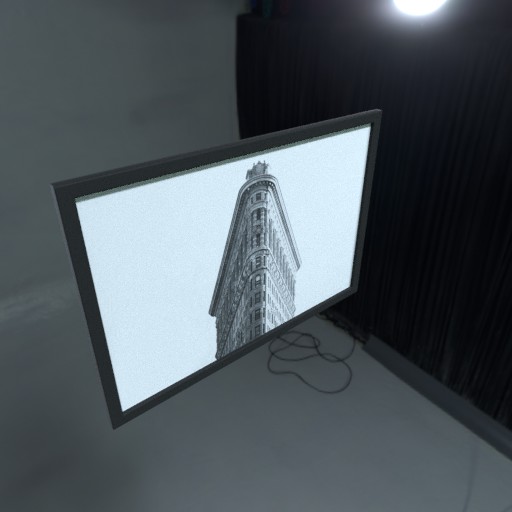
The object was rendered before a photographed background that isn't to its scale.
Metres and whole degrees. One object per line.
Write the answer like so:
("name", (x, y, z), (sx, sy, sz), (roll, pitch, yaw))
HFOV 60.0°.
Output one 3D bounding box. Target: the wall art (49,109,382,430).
("wall art", (0.000, 0.000, 1.236), (0.964, 0.659, 0.049), (-22, 37, -32))
